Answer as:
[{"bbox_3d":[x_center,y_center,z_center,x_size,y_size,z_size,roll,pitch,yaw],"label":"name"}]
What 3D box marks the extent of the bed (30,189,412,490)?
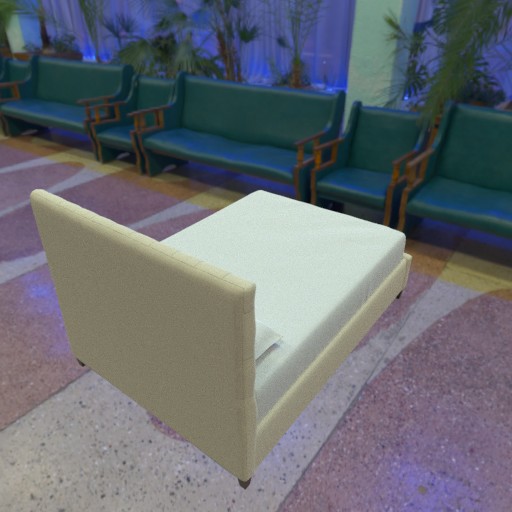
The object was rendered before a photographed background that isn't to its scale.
[{"bbox_3d":[0.000,0.000,3.398,1.698,1.427,2.387,22,38,31],"label":"bed"}]
